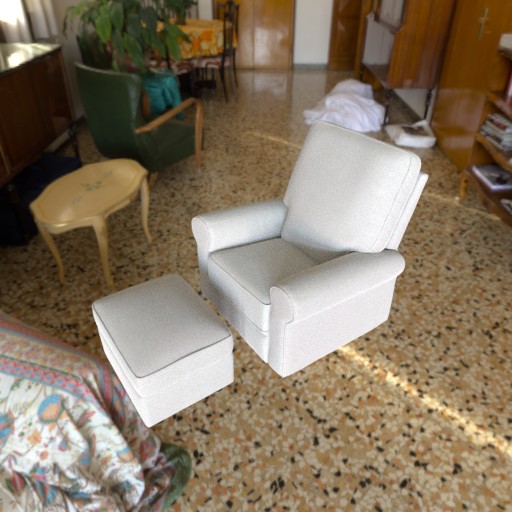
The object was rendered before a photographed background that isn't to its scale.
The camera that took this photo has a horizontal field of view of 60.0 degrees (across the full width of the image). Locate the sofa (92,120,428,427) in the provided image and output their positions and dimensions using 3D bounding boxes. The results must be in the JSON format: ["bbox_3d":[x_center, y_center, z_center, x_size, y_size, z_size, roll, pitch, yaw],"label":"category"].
[{"bbox_3d":[0.000,0.000,2.107,1.478,0.959,0.880,-21,39,-28],"label":"sofa"}]
